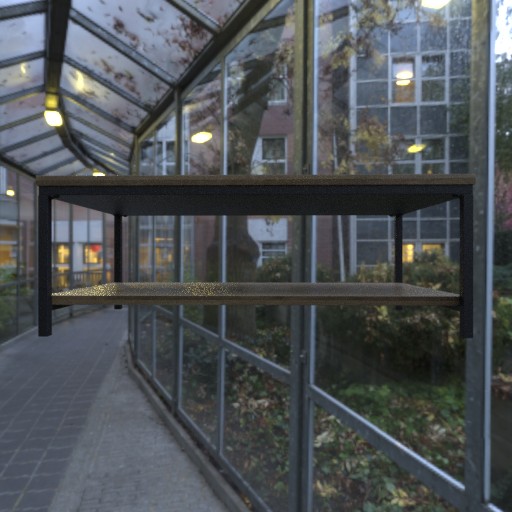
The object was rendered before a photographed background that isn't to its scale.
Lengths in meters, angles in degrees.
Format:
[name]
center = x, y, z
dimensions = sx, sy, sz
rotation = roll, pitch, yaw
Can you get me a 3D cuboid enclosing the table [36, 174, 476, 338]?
[table]
center = 0.000, 0.000, 1.357
dimensions = 1.062, 0.393, 0.574
rotation = 0, 0, 1
